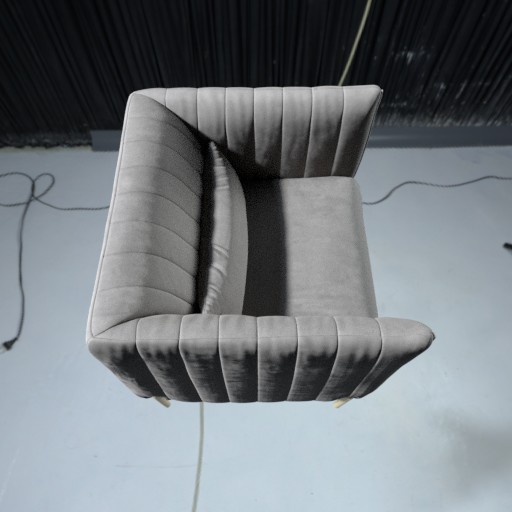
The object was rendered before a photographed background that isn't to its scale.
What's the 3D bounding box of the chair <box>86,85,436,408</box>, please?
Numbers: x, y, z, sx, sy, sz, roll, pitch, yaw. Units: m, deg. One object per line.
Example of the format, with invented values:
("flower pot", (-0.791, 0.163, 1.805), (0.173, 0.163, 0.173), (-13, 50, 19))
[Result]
("chair", (0.000, 0.000, 1.611), (0.873, 0.779, 0.981), (-1, 61, 0))
